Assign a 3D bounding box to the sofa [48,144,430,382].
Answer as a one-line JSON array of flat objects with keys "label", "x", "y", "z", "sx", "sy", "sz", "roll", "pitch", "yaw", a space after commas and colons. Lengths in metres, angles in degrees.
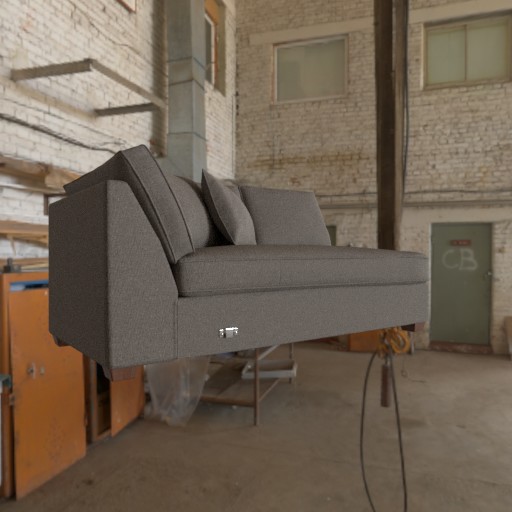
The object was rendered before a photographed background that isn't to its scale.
[{"label": "sofa", "x": 0.000, "y": 0.000, "z": 2.824, "sx": 2.237, "sy": 1.033, "sz": 1.110, "roll": 0, "pitch": 0, "yaw": -36}]
